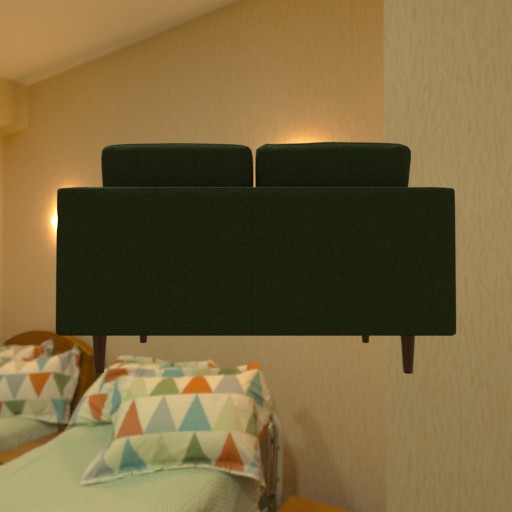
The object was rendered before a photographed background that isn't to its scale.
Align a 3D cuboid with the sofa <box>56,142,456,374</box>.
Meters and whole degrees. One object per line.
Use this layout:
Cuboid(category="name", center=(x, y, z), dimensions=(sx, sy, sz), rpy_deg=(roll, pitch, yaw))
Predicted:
Cuboid(category="sofa", center=(0.000, 0.000, 2.019), dimensions=(1.430, 0.899, 0.879), rpy_deg=(0, -1, 0))
